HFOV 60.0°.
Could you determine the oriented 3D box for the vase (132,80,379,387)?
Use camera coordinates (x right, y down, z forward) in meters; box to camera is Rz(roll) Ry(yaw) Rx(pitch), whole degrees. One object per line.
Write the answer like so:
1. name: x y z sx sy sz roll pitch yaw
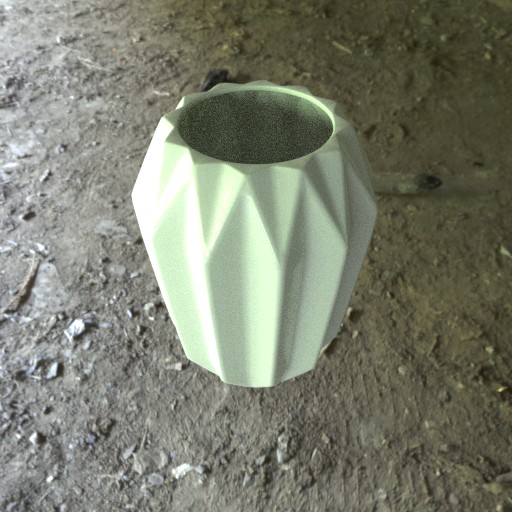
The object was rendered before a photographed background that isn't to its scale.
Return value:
1. vase: 0.000 0.000 0.411 0.195 0.275 0.195 0 45 0
